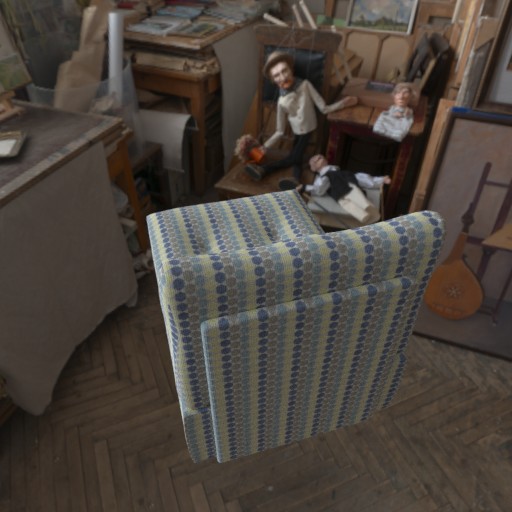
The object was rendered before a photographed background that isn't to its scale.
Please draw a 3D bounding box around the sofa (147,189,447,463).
[{"bbox_3d":[0.000,0.000,1.548,0.700,0.820,1.000,-11,42,-12],"label":"sofa"}]
